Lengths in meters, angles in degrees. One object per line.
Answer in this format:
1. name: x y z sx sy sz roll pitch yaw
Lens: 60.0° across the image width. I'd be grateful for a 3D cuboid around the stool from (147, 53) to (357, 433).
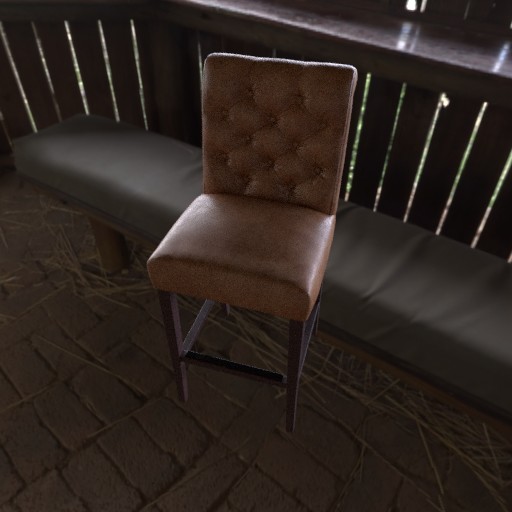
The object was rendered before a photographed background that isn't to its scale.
1. stool: 0.000 0.000 1.512 0.493 1.140 0.601 11 42 13
